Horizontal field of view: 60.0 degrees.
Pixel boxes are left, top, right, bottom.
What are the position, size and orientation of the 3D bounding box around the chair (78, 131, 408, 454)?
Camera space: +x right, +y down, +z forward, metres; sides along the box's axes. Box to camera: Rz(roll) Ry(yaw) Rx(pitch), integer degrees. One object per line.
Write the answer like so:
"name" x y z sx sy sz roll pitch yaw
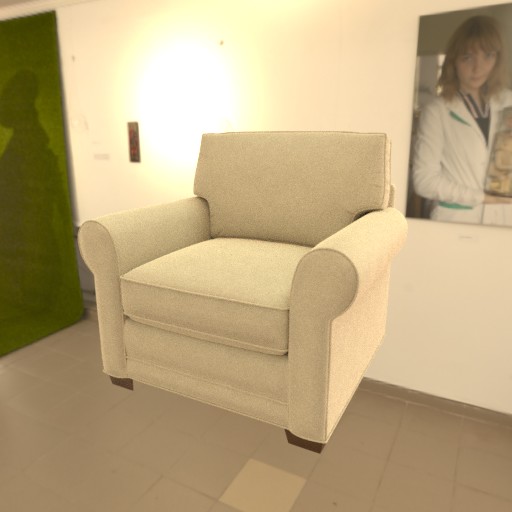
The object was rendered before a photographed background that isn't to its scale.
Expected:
"chair" 0.000 0.000 1.752 1.040 0.955 0.863 8 17 27
